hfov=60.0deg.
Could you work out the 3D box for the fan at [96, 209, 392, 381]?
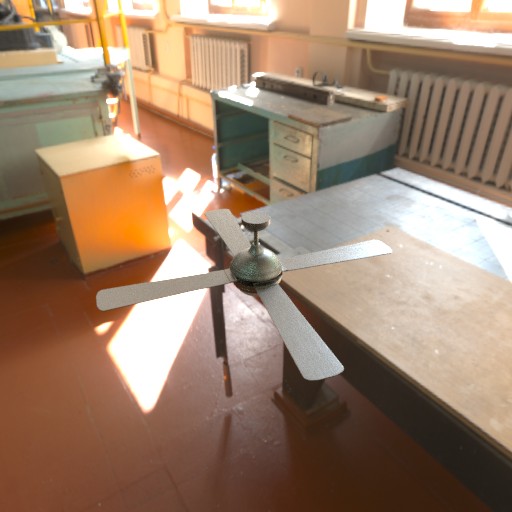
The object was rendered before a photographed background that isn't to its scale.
[{"bbox_3d":[0.000,0.000,1.970,1.321,0.381,1.321,0,31,1],"label":"fan"}]
